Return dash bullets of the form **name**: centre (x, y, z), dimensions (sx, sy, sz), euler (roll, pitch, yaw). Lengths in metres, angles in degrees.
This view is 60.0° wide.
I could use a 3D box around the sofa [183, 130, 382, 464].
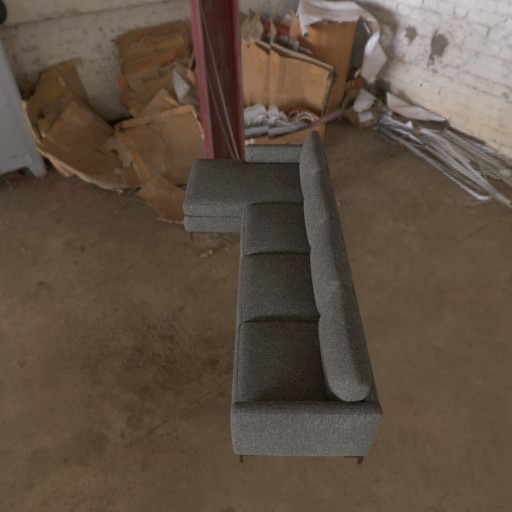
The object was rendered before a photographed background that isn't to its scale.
- **sofa**: centre (0.000, 0.000, 3.480), dimensions (1.350, 0.810, 2.932), euler (0, 42, 0)
